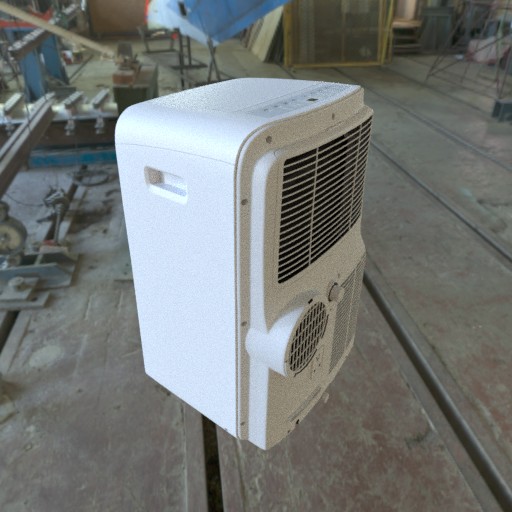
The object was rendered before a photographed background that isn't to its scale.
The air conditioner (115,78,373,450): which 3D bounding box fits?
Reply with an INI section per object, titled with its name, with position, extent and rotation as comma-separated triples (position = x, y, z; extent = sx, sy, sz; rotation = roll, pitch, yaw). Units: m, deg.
[air conditioner]
position = 0.000, 0.000, 1.072
extent = 0.467, 0.765, 0.478
rotation = 21, 38, 30
